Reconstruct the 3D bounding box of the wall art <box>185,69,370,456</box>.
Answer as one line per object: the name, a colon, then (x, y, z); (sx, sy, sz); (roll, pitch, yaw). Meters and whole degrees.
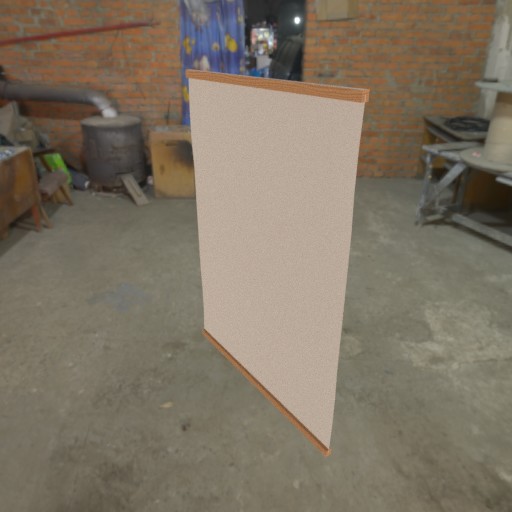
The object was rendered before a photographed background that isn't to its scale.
wall art: (0.000, 0.000, 1.355); (0.020, 1.016, 0.739); (-17, 31, -31)
